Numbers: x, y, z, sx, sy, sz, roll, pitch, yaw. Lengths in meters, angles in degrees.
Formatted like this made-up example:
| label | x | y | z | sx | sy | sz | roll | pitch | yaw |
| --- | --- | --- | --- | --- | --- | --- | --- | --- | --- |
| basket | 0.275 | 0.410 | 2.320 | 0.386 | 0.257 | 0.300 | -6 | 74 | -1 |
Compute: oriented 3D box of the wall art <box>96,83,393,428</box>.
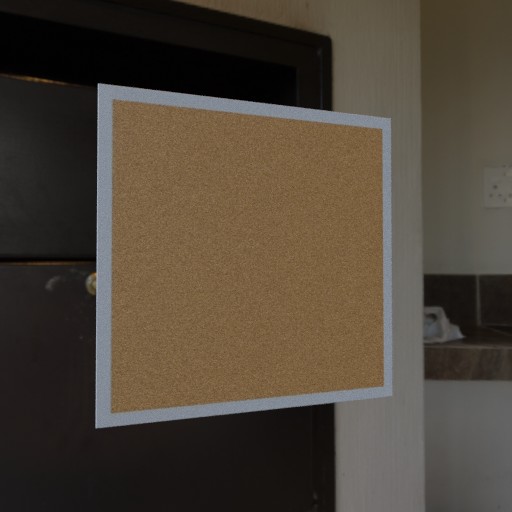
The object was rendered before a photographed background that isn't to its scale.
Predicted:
| label | x | y | z | sx | sy | sz | roll | pitch | yaw |
| --- | --- | --- | --- | --- | --- | --- | --- | --- | --- |
| wall art | 0.000 | 0.000 | 0.603 | 0.406 | 0.406 | 0.038 | 0 | -1 | -18 |
